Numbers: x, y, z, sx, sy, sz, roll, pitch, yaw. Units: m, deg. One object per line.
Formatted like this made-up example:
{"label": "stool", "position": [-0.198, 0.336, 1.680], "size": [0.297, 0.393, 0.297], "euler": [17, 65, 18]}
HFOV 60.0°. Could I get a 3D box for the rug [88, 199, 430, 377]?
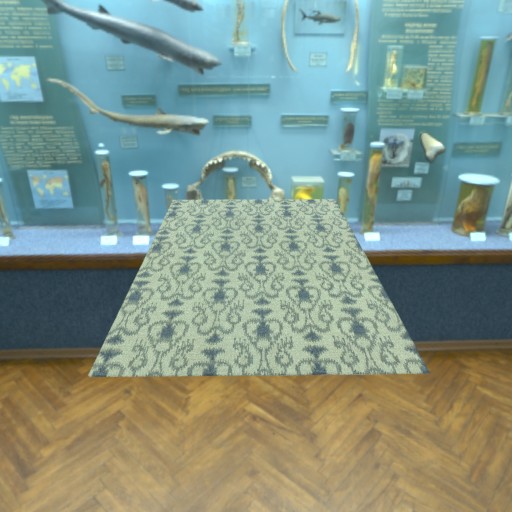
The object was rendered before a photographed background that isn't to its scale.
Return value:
{"label": "rug", "position": [0.000, 0.000, 2.080], "size": [1.035, 0.006, 1.652], "euler": [0, 26, -1]}
